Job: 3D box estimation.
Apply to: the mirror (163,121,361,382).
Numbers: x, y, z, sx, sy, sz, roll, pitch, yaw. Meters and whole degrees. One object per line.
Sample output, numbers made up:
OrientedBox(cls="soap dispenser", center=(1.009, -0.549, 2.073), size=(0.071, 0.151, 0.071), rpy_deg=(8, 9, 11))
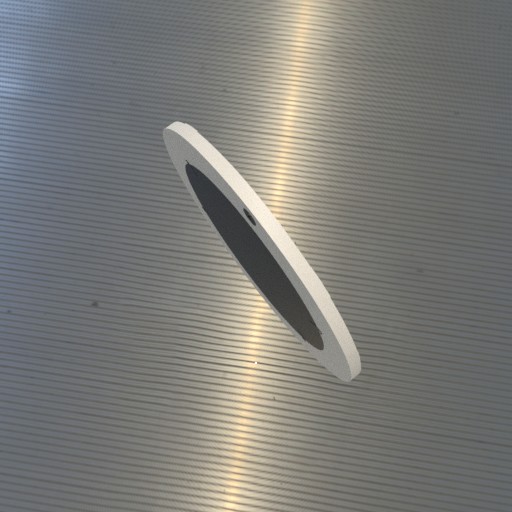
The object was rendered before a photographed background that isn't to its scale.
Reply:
OrientedBox(cls="mirror", center=(0.000, 0.000, 1.371), size=(0.038, 0.914, 0.914), rpy_deg=(-36, 79, -8))
